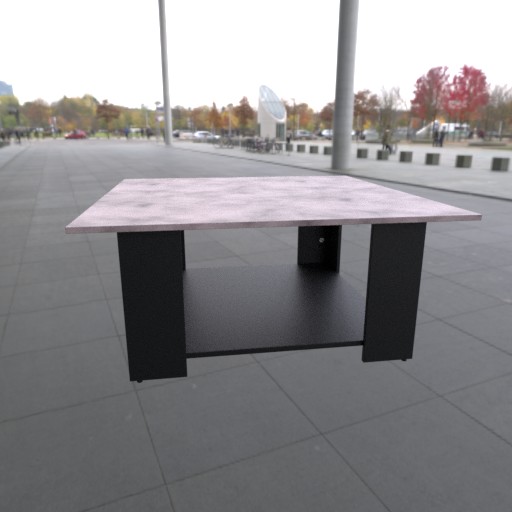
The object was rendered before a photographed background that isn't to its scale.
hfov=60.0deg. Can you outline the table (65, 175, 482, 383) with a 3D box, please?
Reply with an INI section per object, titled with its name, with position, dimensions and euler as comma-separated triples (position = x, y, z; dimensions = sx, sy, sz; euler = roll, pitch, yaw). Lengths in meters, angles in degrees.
[table]
position = 0.000, 0.000, 1.059
dimensions = 0.670, 0.305, 0.670
euler = -2, 16, -8
